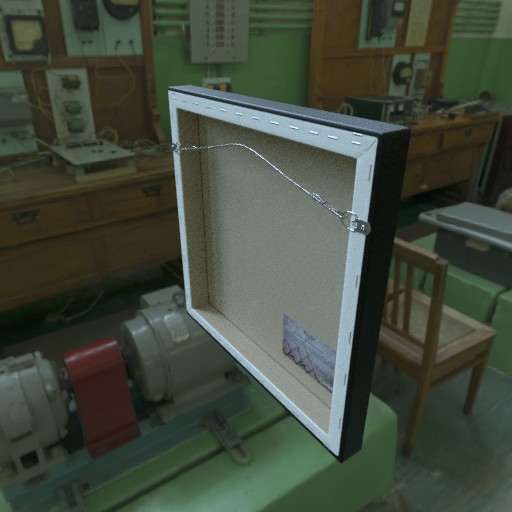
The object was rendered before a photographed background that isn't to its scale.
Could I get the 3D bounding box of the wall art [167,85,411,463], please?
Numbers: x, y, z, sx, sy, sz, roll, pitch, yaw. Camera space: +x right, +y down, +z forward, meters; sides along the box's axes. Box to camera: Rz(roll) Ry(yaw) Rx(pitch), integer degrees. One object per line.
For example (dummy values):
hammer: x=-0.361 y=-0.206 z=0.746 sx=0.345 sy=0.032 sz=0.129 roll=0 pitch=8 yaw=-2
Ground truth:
wall art: x=0.000 y=0.000 z=0.612 sx=0.041 sy=0.407 sz=0.406 roll=-18 pitch=32 yaw=-31
